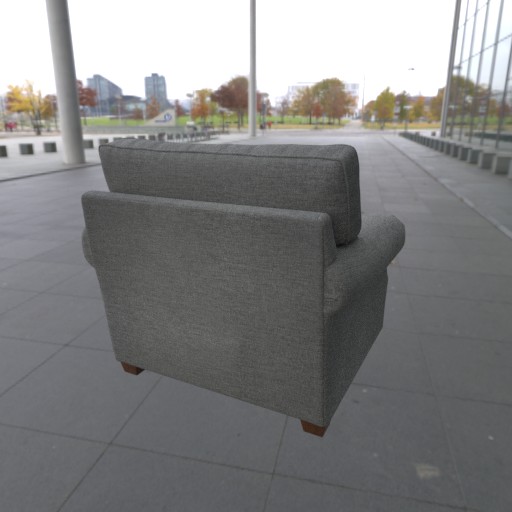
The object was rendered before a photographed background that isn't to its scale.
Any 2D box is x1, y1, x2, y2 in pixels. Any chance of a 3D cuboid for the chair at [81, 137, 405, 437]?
[{"bbox_3d":[0.000,0.000,1.861,1.092,0.961,0.965,9,19,26],"label":"chair"}]
